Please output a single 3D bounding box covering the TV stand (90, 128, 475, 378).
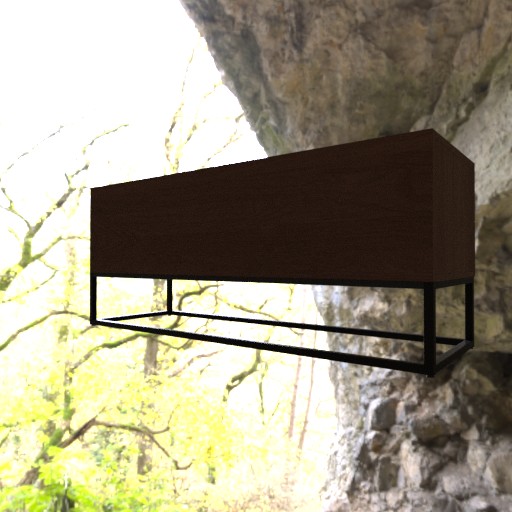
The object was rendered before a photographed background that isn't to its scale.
[{"bbox_3d":[0.000,0.000,1.411,1.200,0.500,0.415,-1,-1,37],"label":"TV stand"}]
